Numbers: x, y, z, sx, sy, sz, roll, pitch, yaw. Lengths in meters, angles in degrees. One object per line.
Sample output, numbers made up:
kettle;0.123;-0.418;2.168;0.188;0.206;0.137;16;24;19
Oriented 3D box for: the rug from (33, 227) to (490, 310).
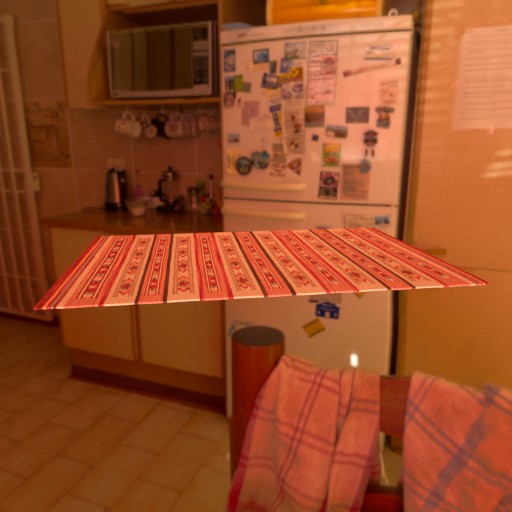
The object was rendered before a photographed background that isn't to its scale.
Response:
rug;0.000;0.000;2.313;1.817;0.008;1.223;-2;15;-9
